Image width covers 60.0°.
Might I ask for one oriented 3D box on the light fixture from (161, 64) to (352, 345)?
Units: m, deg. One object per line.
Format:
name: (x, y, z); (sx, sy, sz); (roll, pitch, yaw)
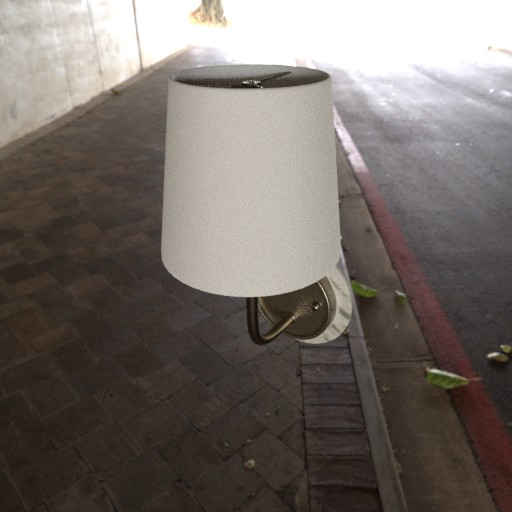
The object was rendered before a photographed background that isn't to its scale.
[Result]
light fixture: (0.000, 0.000, 0.439); (0.168, 0.337, 0.188); (19, 35, 30)
